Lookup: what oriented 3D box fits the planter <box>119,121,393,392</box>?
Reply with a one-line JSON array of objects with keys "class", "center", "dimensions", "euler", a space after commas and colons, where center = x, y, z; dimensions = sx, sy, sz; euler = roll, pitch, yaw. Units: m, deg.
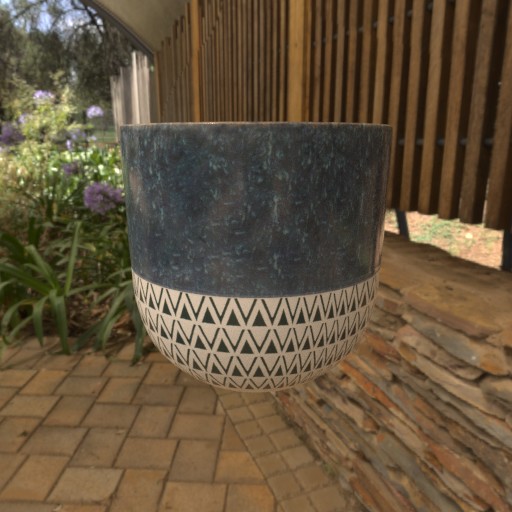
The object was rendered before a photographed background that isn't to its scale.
[{"class": "planter", "center": [0.000, 0.000, 0.482], "dimensions": [0.266, 0.270, 0.266], "euler": [0, 15, 0]}]
